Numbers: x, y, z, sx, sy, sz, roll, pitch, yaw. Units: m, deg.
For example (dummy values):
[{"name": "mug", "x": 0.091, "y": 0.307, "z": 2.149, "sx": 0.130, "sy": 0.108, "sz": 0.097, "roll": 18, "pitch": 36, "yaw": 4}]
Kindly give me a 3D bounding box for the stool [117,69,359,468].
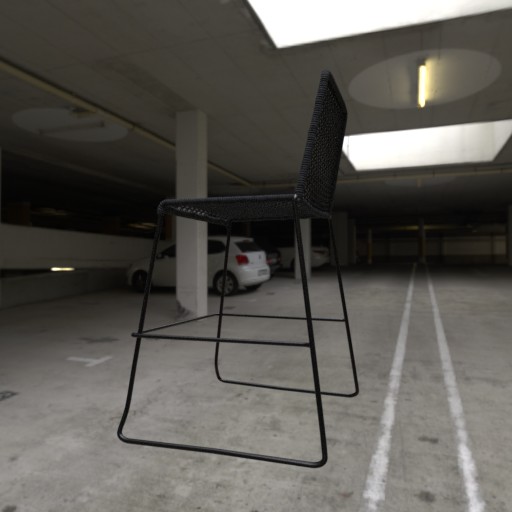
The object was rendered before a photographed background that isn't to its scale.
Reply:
[{"name": "stool", "x": 0.000, "y": 0.000, "z": 1.264, "sx": 0.509, "sy": 0.905, "sz": 0.590, "roll": 0, "pitch": -1, "yaw": 20}]
